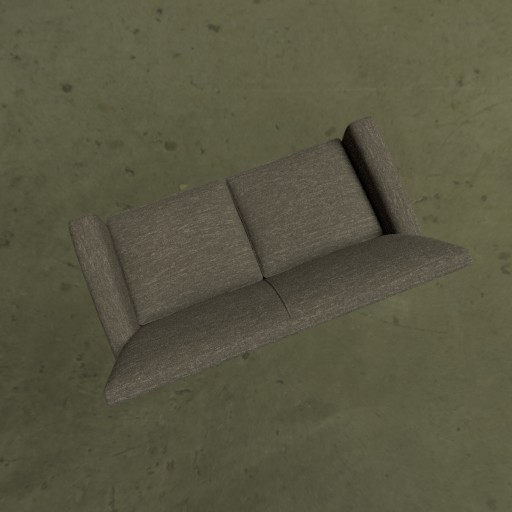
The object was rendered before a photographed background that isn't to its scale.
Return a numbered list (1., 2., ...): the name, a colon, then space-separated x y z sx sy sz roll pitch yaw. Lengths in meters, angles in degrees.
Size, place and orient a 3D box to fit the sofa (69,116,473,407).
1. sofa: 0.000 0.000 2.124 1.509 0.905 0.867 -20 76 -5
